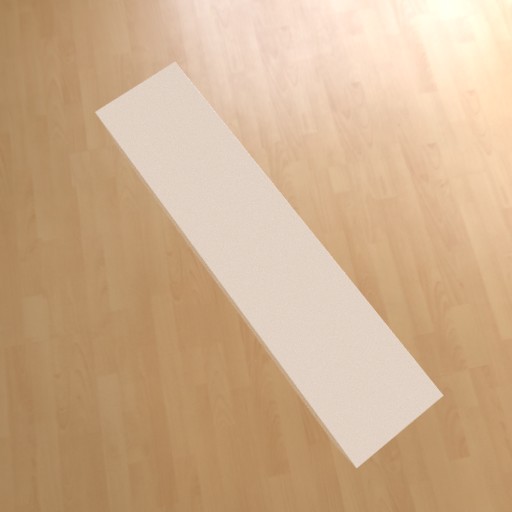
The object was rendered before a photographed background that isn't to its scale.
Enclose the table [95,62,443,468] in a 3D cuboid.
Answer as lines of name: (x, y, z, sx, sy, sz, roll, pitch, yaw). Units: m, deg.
table: (0.000, 0.000, 1.863, 0.390, 0.420, 1.650, -36, 79, -8)
